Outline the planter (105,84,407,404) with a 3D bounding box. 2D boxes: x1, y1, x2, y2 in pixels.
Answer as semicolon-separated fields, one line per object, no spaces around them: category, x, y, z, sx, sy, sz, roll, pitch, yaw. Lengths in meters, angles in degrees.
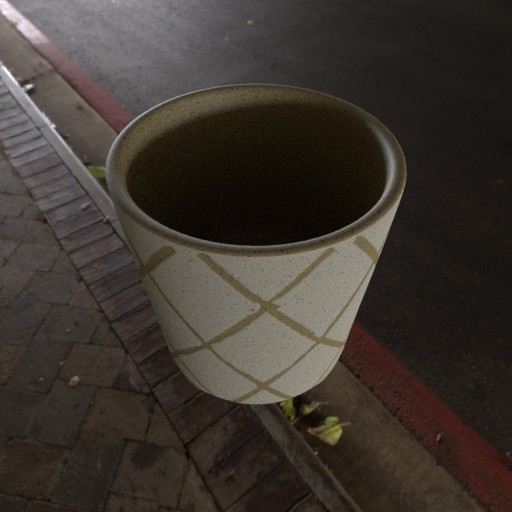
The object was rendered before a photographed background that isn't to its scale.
planter;0.000;0.000;0.358;0.191;0.199;0.191;0;46;0
